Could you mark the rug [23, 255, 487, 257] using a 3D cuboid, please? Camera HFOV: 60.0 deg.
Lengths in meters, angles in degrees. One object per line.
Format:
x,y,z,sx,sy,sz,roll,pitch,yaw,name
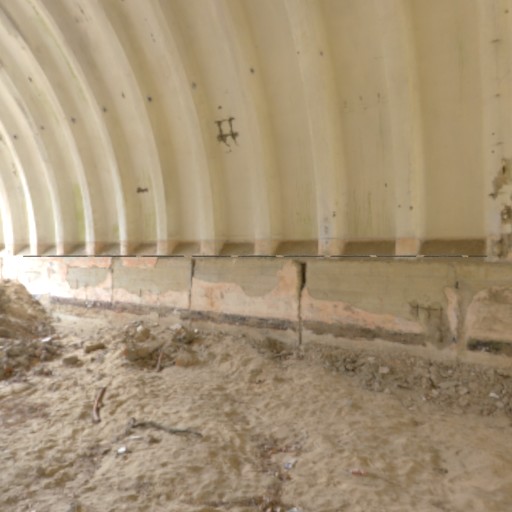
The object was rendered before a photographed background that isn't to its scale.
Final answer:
0.000,0.000,2.533,2.296,0.006,0.685,0,0,-1,rug
